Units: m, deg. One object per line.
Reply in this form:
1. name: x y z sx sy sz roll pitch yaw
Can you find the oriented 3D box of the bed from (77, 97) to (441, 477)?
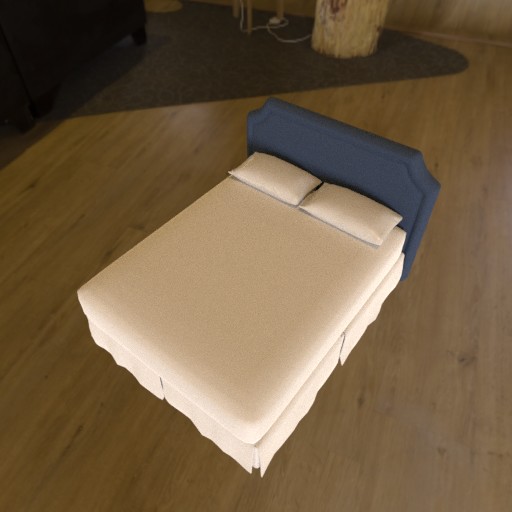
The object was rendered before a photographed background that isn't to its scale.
1. bed: 0.000 0.000 3.417 1.831 1.297 2.260 30 54 25
